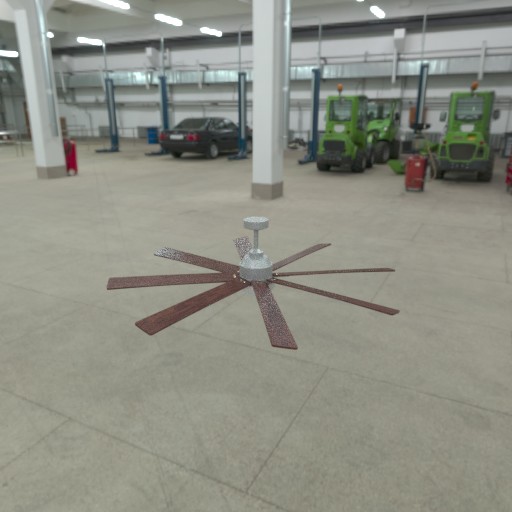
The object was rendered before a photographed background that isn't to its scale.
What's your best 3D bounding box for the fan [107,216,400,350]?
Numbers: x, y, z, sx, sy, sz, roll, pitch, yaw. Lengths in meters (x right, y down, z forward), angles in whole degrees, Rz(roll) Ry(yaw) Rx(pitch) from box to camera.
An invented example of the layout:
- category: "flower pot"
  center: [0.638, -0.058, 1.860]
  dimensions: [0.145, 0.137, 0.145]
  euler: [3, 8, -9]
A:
- category: "fan"
  center: [0.000, 0.000, 2.790]
  dimensions: [1.830, 0.472, 1.830]
  euler: [-3, 18, -8]
